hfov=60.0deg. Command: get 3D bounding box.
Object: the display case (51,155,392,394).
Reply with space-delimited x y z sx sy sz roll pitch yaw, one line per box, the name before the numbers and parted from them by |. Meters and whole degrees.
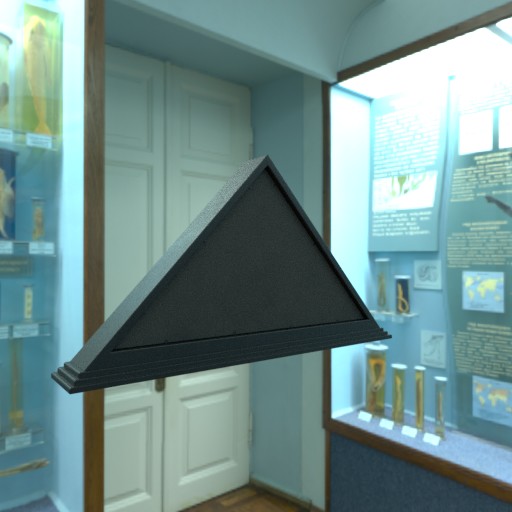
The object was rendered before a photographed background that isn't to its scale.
display case | 0.000 0.000 0.770 0.640 0.340 0.095 0 -1 -37
